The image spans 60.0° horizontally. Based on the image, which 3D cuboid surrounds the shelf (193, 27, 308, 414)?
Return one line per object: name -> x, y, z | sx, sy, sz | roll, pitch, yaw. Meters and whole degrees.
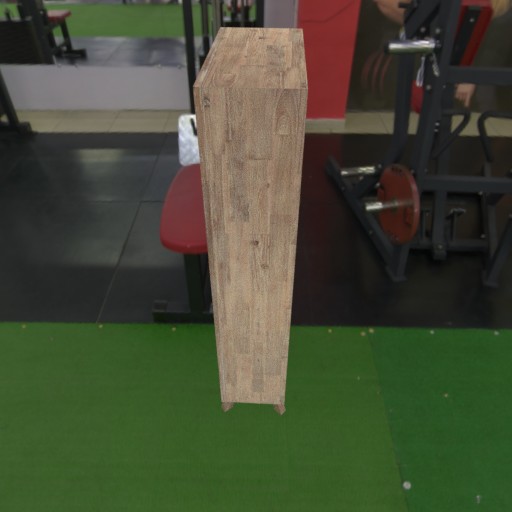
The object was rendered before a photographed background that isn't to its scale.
shelf -> 0.000, 0.000, 1.550 | 0.267, 1.342, 0.491 | 2, 40, 2
